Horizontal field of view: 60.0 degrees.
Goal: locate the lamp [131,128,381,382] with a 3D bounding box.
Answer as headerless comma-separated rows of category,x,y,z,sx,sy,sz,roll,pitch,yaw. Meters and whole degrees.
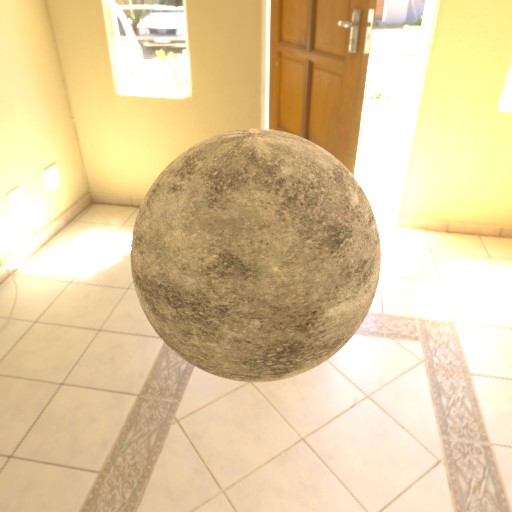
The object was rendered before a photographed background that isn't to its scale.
lamp,0.000,0.000,0.774,0.422,0.429,0.422,0,33,0
